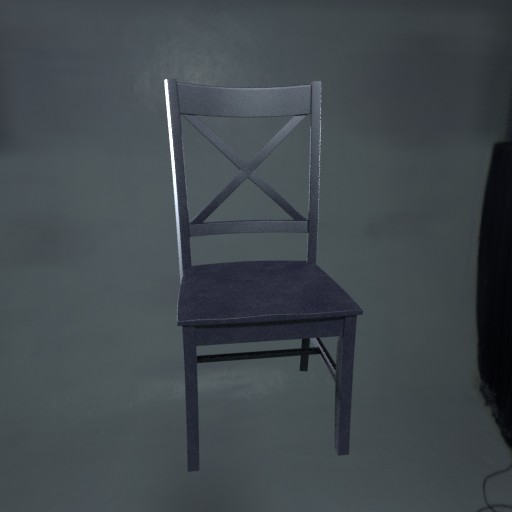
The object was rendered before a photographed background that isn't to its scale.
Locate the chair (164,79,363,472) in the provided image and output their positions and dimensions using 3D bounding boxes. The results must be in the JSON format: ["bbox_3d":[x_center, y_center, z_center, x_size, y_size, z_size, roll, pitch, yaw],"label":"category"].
[{"bbox_3d":[0.000,0.000,1.273,0.485,0.983,0.542,-2,17,-8],"label":"chair"}]
